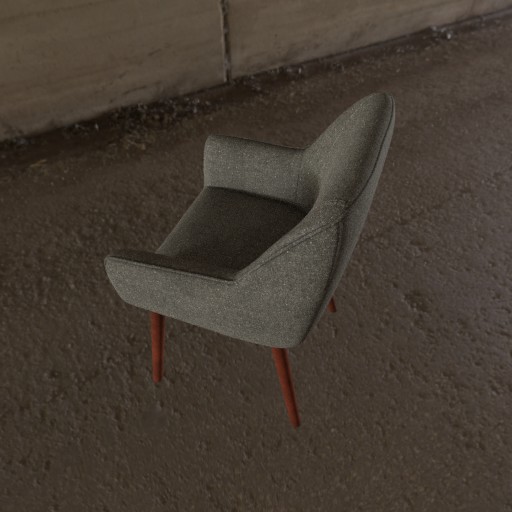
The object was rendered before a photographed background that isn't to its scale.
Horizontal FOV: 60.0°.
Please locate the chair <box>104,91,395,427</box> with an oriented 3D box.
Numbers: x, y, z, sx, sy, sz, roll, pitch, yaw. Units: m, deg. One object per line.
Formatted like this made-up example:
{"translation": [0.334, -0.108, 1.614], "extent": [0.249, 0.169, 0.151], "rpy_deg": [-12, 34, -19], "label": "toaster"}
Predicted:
{"translation": [0.000, 0.000, 1.162], "extent": [0.519, 0.803, 0.543], "rpy_deg": [16, 48, 14], "label": "chair"}
